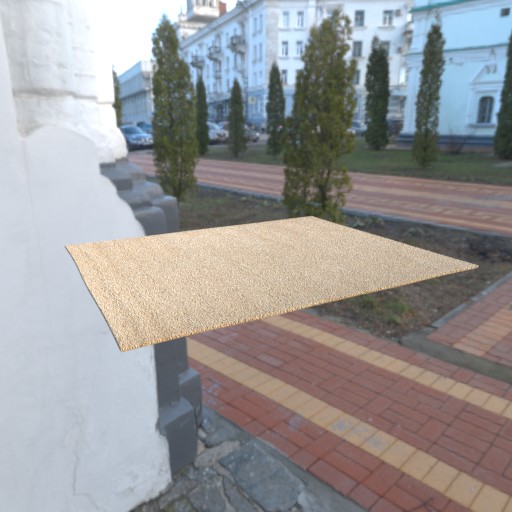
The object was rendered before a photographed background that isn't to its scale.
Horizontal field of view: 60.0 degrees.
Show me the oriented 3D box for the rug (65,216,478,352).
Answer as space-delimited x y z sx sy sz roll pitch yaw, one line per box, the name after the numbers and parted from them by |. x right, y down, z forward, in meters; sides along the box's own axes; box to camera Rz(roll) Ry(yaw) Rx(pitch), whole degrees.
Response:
0.000 0.000 4.083 3.000 0.026 2.400 -9 19 -28 | rug
